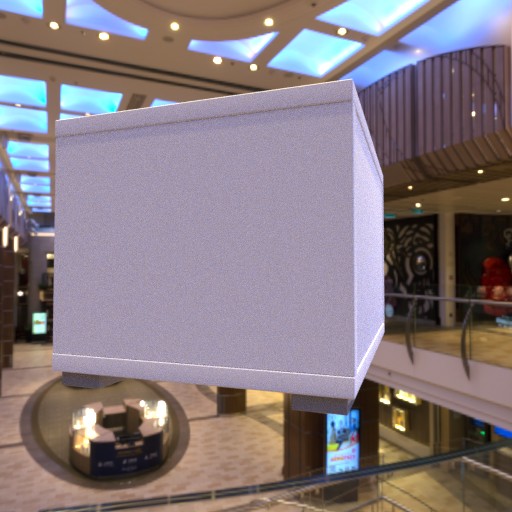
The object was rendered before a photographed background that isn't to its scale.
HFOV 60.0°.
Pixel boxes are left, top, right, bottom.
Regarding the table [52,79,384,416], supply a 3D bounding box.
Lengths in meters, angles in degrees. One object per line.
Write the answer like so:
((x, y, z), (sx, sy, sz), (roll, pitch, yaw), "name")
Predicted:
((0.000, 0.000, 0.773), (0.399, 0.357, 0.517), (-1, -2, 19), "table")
